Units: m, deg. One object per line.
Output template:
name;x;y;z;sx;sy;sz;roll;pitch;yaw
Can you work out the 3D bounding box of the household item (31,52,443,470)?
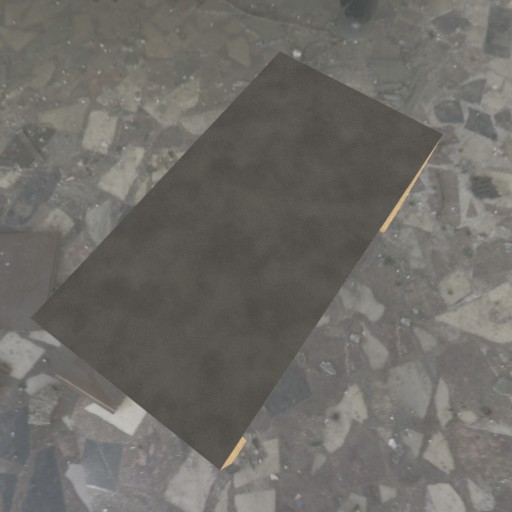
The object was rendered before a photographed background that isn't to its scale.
household item;0.000;0.000;2.097;0.850;0.755;1.600;33;70;13
